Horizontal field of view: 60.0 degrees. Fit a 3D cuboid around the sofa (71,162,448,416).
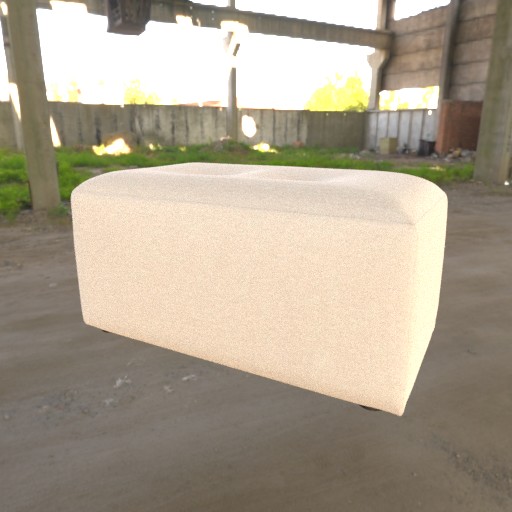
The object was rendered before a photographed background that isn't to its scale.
[{"bbox_3d":[0.000,0.000,1.236,0.930,0.470,0.480,9,18,27],"label":"sofa"}]
